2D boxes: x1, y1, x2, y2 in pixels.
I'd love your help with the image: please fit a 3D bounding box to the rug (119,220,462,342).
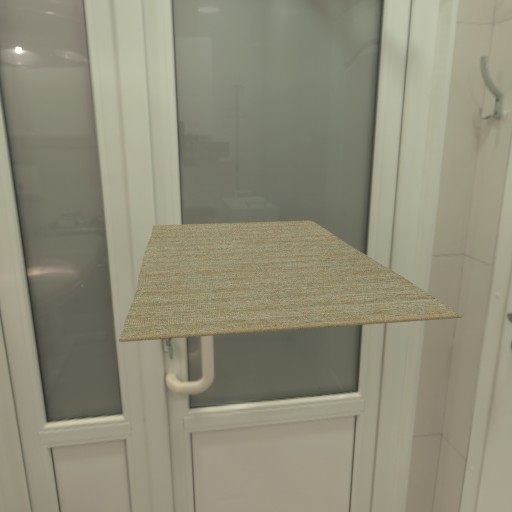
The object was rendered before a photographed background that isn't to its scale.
[{"bbox_3d":[0.000,0.000,3.079,1.540,0.012,2.448,-2,15,-9],"label":"rug"}]
